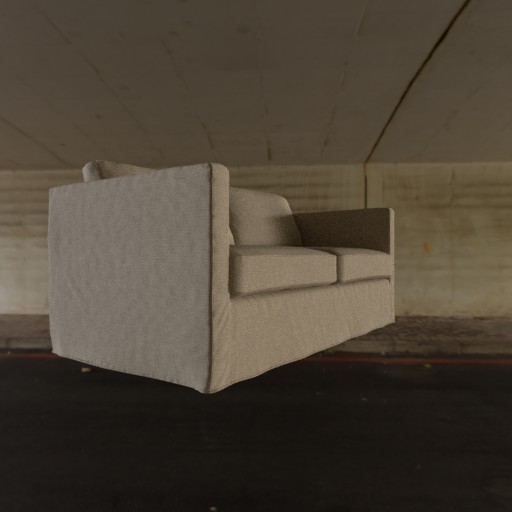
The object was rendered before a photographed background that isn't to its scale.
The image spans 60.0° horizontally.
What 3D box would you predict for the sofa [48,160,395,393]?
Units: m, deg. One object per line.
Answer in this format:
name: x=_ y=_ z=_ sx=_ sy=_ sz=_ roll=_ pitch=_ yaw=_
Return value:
sofa: x=0.000 y=0.000 z=2.311 sx=0.956 sy=0.828 sz=1.766 roll=0 pitch=0 yaw=35
